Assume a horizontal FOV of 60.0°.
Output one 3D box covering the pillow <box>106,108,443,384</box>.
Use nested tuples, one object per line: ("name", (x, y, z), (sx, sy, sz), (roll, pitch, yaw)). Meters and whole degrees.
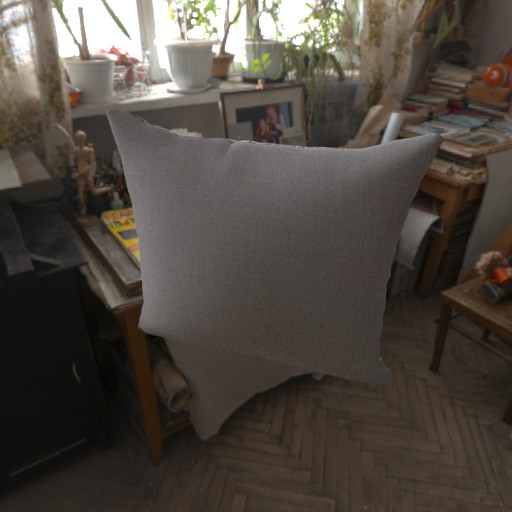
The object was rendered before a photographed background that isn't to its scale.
("pillow", (0.000, 0.000, 0.803), (0.546, 0.487, 0.180), (9, 32, 14))
